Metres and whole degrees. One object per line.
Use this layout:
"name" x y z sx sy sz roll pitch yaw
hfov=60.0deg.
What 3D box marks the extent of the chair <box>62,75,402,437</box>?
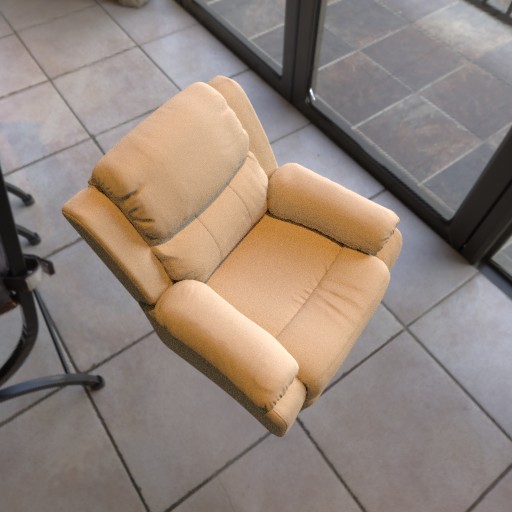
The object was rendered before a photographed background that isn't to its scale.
"chair" 0.000 0.000 1.263 0.709 0.702 0.680 32 64 17
